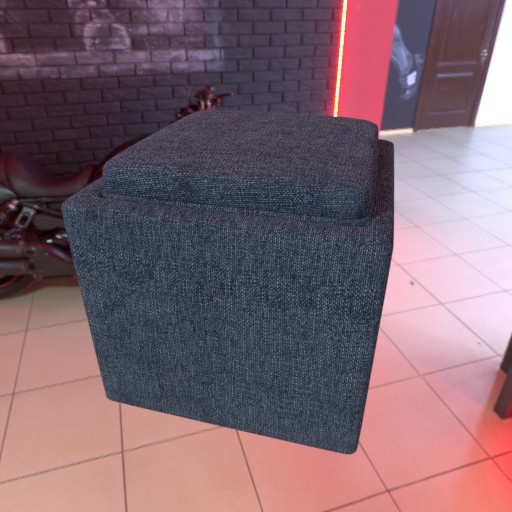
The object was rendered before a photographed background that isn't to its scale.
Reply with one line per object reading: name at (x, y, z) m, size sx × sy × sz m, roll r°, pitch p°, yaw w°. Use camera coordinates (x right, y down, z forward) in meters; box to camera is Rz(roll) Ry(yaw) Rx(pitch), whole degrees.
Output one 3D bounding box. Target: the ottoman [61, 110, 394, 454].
ottoman at (0.000, 0.000, 0.827) m, size 0.450 × 0.460 × 0.450 m, roll 8°, pitch 31°, yaw 13°
